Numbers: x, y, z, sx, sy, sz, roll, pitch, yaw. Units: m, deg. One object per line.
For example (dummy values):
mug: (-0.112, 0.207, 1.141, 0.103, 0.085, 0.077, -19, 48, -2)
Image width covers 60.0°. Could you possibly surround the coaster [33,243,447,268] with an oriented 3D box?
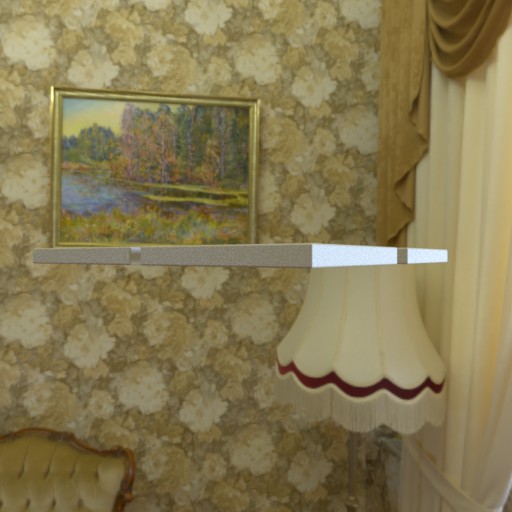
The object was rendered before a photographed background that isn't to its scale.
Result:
coaster: (0.000, 0.000, 0.324, 0.214, 0.010, 0.219, 0, 0, 36)
